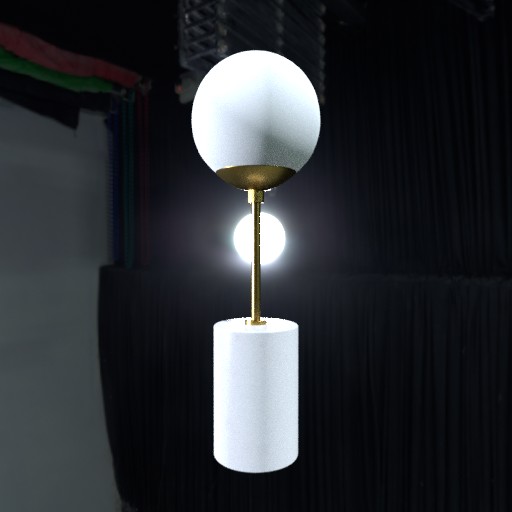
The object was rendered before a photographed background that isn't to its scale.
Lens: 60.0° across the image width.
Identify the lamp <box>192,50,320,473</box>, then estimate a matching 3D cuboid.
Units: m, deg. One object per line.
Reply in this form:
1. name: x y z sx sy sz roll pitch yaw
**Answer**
1. lamp: 0.000 0.000 0.537 0.153 0.480 0.153 0 1 0
